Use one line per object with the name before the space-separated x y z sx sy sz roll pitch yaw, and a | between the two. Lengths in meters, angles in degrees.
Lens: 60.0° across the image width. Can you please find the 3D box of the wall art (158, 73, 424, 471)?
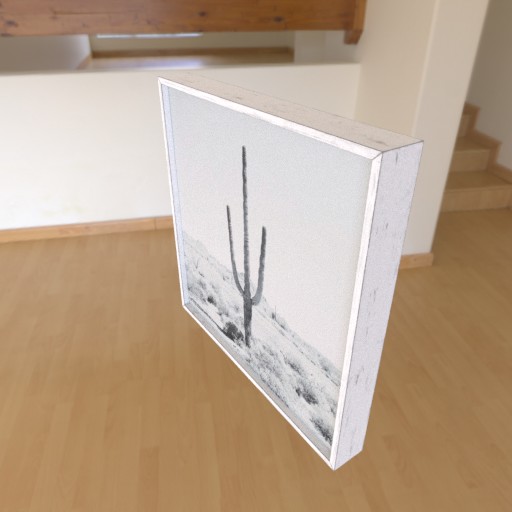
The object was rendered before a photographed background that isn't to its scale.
wall art | 0.000 0.000 0.449 0.038 0.305 0.305 -20 37 -30
